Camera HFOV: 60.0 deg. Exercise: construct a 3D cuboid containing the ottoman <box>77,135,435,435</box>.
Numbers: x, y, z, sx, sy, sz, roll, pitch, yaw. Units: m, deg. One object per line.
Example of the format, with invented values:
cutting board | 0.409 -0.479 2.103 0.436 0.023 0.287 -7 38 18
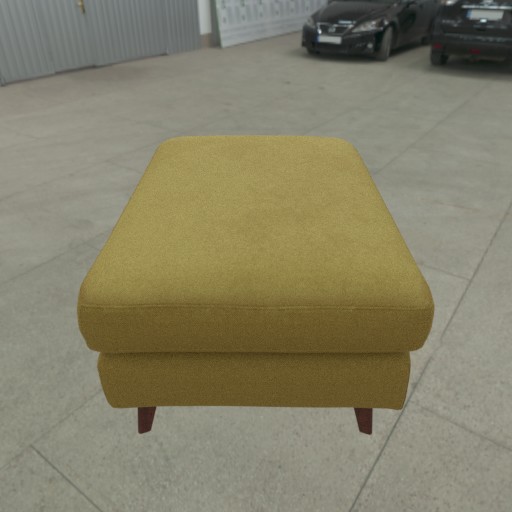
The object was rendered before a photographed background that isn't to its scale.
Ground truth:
ottoman | 0.000 0.000 1.117 0.608 0.449 0.811 0 33 0
